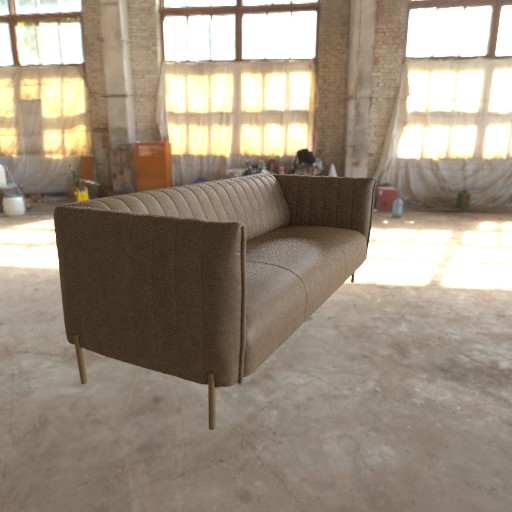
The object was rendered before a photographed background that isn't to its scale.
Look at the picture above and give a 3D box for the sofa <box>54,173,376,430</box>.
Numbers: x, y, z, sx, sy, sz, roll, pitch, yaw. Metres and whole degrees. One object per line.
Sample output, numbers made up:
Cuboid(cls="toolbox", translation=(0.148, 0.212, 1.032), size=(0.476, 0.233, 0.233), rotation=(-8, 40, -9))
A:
Cuboid(cls="sofa", translation=(0.000, 0.000, 2.480), size=(0.876, 0.779, 1.980), rotation=(7, 17, 26))
